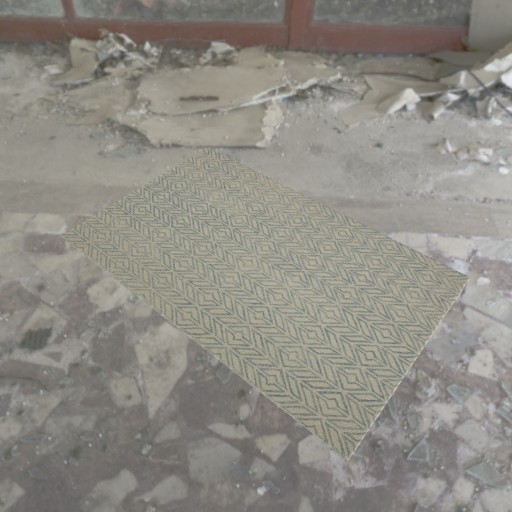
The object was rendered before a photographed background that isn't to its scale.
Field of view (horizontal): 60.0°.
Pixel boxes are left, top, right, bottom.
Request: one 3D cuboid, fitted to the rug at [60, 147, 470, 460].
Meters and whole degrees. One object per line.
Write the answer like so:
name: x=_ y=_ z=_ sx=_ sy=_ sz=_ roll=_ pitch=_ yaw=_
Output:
rug: x=0.000 y=0.000 z=3.088 sx=2.441 sy=0.008 sz=1.526 roll=31 pitch=54 yaw=26
